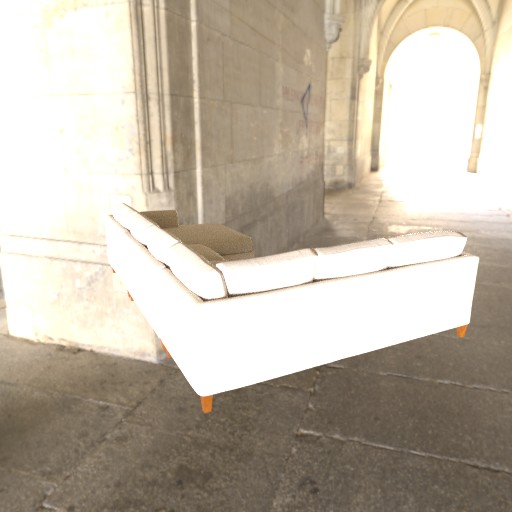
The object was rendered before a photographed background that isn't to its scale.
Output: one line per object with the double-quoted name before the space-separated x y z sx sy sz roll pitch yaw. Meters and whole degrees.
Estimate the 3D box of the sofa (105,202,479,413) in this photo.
"sofa" 0.000 0.000 4.753 2.594 0.961 3.460 -8 18 -26
